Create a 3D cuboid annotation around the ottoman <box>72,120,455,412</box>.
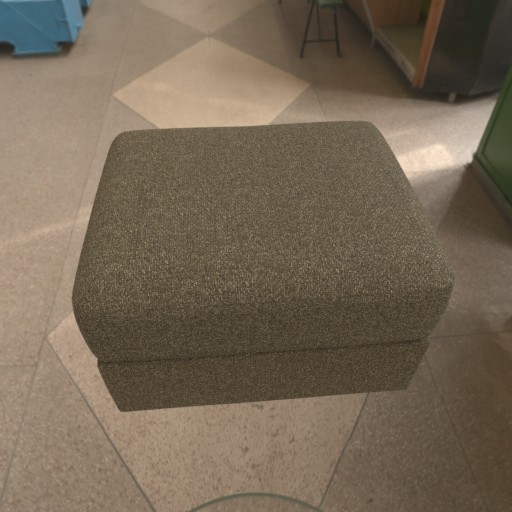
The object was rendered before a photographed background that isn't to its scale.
[{"bbox_3d":[0.000,0.000,1.120,0.742,0.476,0.598,-3,46,-3],"label":"ottoman"}]
